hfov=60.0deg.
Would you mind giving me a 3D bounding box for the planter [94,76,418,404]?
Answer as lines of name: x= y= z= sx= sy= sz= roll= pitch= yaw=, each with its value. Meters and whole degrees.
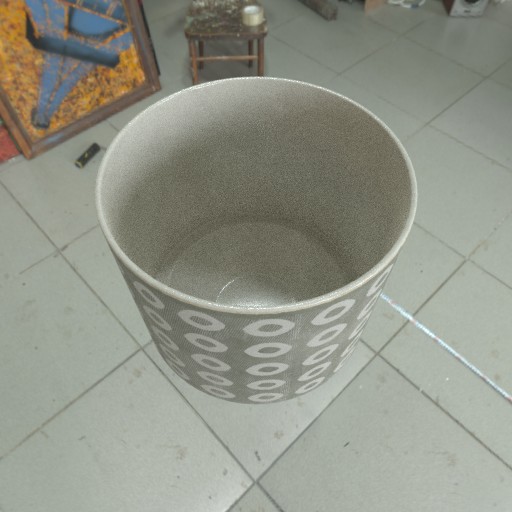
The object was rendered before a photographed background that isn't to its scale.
planter: x=0.000 y=0.000 z=0.447 sx=0.250 sy=0.239 sz=0.250 roll=0 pitch=55 yaw=0
